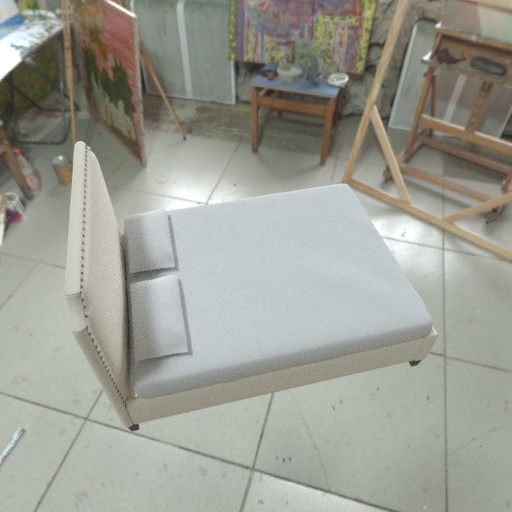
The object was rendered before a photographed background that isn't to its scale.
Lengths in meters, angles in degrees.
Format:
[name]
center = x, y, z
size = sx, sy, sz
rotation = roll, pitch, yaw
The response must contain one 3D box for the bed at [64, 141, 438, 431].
[bed]
center = 0.000, 0.000, 3.412
size = 2.372, 1.497, 1.712
rotation = -10, 48, -9
